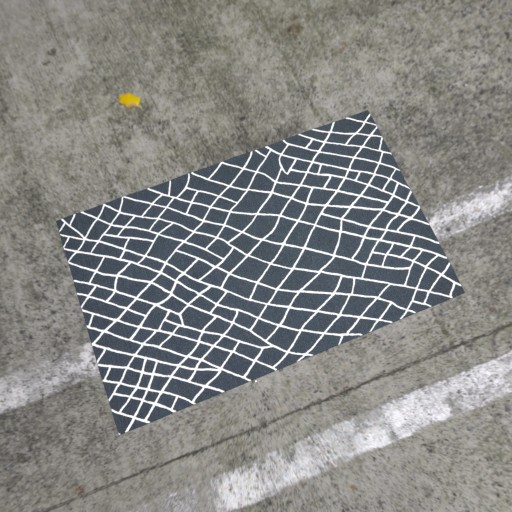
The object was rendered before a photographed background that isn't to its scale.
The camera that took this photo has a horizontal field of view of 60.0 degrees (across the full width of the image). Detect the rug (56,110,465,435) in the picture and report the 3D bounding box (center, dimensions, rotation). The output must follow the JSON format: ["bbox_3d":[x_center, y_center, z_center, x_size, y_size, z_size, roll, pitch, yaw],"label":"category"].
[{"bbox_3d":[0.000,0.000,3.070,2.448,0.017,1.529,-21,75,-6],"label":"rug"}]
